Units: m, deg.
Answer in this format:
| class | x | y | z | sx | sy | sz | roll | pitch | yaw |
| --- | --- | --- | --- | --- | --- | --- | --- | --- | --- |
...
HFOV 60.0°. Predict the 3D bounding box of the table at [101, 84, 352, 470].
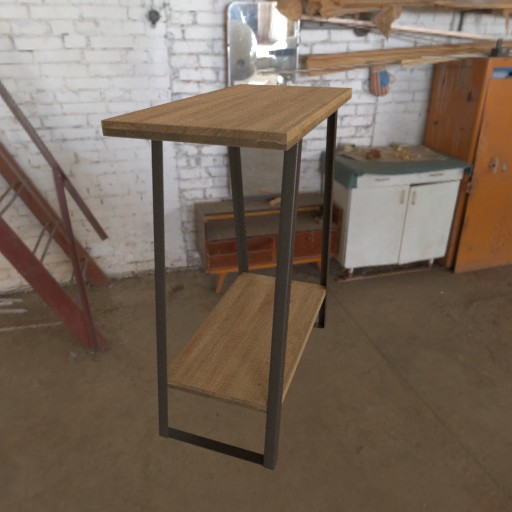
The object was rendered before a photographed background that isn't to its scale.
| class | x | y | z | sx | sy | sz | roll | pitch | yaw |
| --- | --- | --- | --- | --- | --- | --- | --- | --- | --- |
| table | 0.000 | 0.000 | 1.048 | 0.300 | 0.701 | 0.599 | 9 | 28 | 17 |
